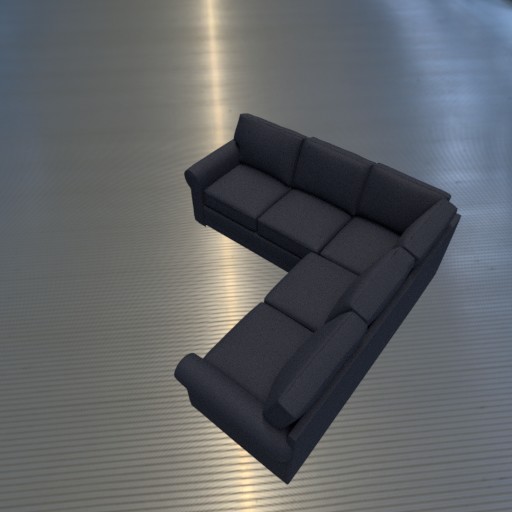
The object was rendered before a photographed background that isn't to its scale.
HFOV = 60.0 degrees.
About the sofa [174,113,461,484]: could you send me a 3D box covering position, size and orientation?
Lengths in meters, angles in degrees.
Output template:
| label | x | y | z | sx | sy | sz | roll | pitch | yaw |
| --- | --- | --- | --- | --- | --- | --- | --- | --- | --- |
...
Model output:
| label | x | y | z | sx | sy | sz | roll | pitch | yaw |
| --- | --- | --- | --- | --- | --- | --- | --- | --- | --- |
| sofa | 0.000 | 0.000 | 3.848 | 2.487 | 1.042 | 2.562 | 30 | 53 | 26 |
